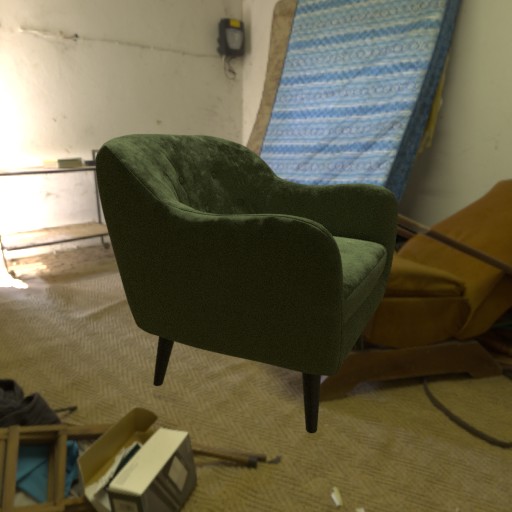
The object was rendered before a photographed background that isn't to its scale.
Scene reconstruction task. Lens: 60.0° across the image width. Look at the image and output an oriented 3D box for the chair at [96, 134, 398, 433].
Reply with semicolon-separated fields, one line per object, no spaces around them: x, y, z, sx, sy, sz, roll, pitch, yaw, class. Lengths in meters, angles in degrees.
0.000;0.000;1.512;0.819;0.804;0.840;7;17;25;chair
